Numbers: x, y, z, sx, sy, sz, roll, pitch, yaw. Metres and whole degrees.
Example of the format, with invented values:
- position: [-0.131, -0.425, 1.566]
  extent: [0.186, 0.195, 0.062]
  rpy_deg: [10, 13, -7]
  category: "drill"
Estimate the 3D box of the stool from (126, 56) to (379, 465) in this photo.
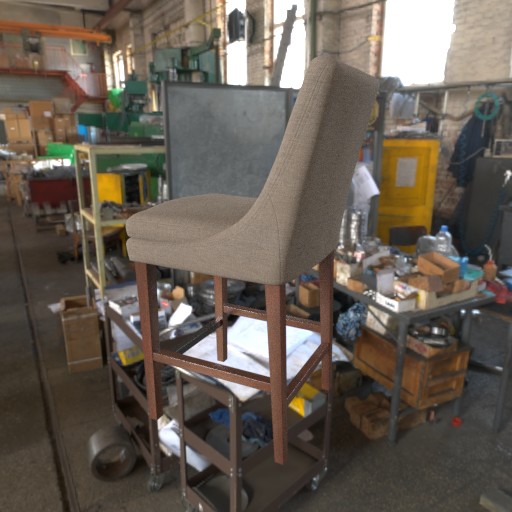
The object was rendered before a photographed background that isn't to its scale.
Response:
- position: [0.000, 0.000, 1.277]
  extent: [0.577, 0.981, 0.470]
  rpy_deg: [8, 18, 26]
  category: "stool"
